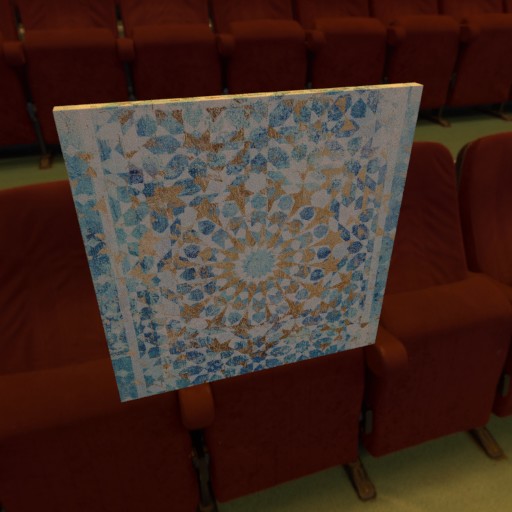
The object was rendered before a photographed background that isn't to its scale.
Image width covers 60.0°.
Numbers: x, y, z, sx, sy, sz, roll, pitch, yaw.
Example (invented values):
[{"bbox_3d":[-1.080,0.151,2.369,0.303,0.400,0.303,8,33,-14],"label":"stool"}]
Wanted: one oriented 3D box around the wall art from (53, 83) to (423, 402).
[{"bbox_3d":[0.000,0.000,1.313,0.916,0.916,0.040,-9,33,-15],"label":"wall art"}]
